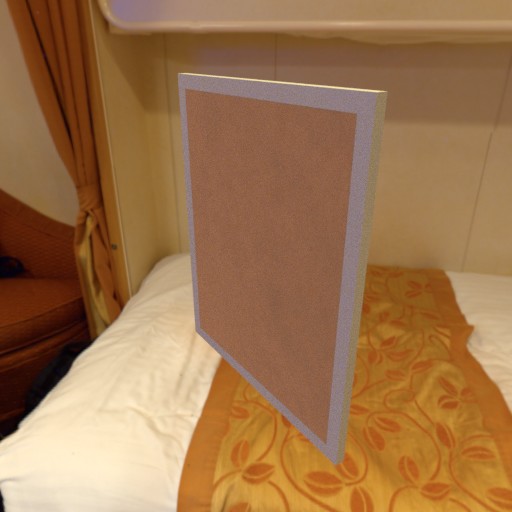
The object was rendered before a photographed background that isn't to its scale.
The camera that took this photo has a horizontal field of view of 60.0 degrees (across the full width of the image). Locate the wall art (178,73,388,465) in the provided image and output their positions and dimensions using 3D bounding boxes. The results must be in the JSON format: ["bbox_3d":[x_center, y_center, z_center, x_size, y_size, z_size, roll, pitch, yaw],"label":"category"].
[{"bbox_3d":[0.000,0.000,1.098,0.026,0.811,0.661,-17,30,-32],"label":"wall art"}]
